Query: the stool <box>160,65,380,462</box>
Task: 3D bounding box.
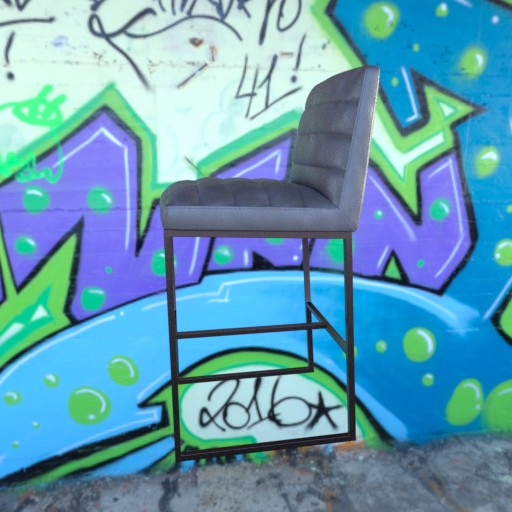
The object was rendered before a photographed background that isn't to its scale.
[{"bbox_3d":[0.000,0.000,1.371,0.562,1.065,0.463,-3,14,-10],"label":"stool"}]
